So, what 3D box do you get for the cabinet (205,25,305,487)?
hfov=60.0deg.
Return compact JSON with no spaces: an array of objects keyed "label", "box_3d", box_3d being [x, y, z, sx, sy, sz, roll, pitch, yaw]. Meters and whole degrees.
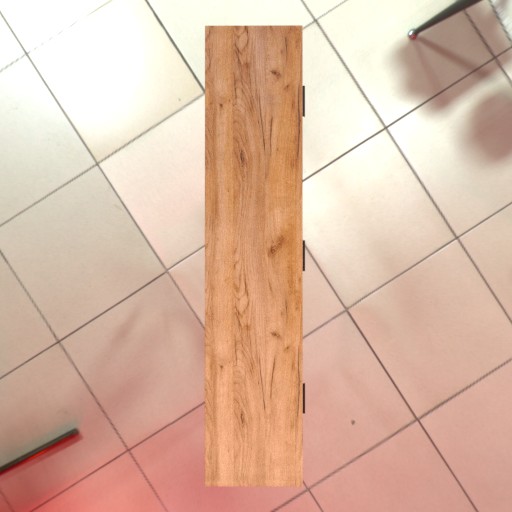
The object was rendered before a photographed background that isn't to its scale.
[{"label":"cabinet","box_3d":[0.000,0.000,2.111,0.395,0.762,1.800,0,90,0]}]
